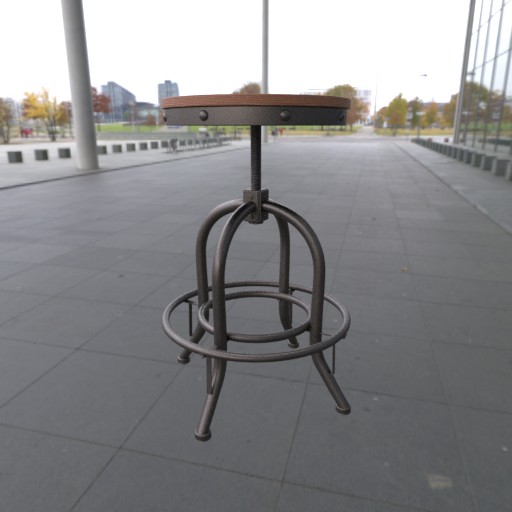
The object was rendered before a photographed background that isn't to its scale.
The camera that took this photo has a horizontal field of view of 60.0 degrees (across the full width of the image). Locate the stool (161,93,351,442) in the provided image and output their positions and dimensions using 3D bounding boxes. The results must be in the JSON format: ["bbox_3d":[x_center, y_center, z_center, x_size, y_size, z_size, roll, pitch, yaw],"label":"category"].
[{"bbox_3d":[0.000,0.000,0.917,0.439,0.609,0.439,9,18,28],"label":"stool"}]
